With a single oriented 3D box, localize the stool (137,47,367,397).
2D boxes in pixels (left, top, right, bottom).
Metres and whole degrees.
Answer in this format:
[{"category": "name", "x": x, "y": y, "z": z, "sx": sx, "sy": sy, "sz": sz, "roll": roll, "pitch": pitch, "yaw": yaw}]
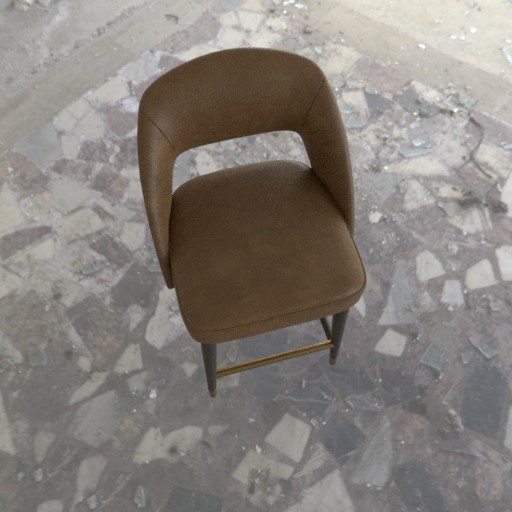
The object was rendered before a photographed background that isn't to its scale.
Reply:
[{"category": "stool", "x": 0.000, "y": 0.000, "z": 1.225, "sx": 0.494, "sy": 0.940, "sz": 0.509, "roll": -13, "pitch": 64, "yaw": -7}]
